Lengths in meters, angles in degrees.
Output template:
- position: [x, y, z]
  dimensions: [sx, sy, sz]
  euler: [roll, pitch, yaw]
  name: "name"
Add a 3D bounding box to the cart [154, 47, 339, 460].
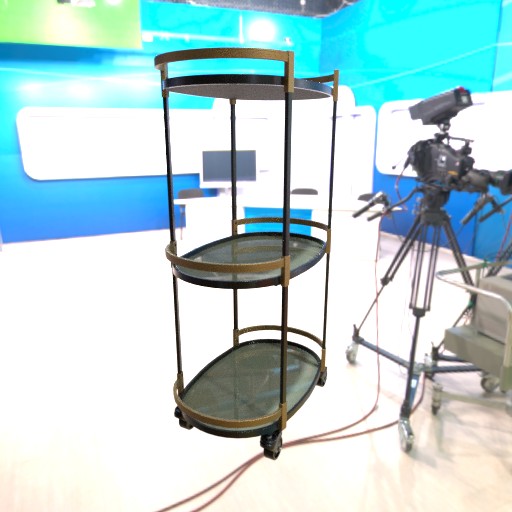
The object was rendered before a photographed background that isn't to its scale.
- position: [0.000, 0.000, 1.114]
  dimensions: [0.311, 0.885, 0.515]
  euler: [8, 18, 26]
  name: "cart"
